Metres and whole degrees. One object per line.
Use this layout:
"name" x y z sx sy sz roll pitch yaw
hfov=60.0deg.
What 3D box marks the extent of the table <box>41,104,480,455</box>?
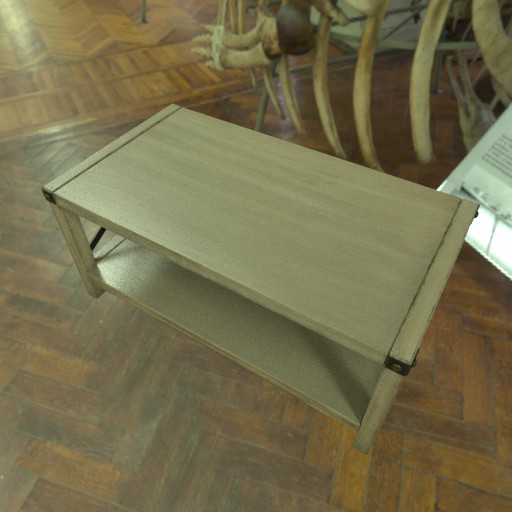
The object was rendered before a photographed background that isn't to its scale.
"table" 0.000 0.000 1.310 1.016 0.456 0.559 24 51 21
